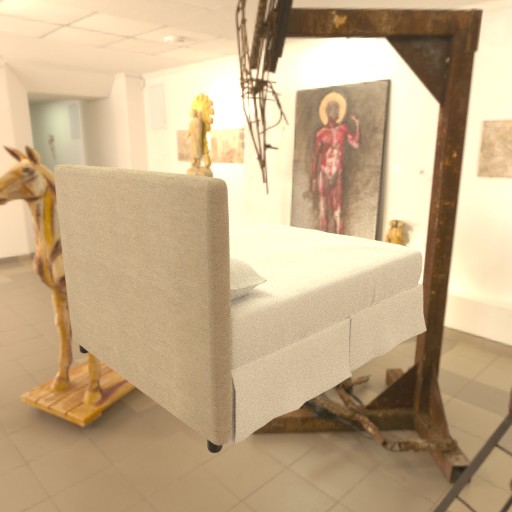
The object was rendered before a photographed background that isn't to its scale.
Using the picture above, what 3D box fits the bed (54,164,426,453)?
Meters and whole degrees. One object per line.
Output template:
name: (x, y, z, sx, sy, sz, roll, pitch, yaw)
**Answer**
bed: (0.000, 0.000, 3.211, 2.162, 1.330, 1.713, -14, 20, -43)
